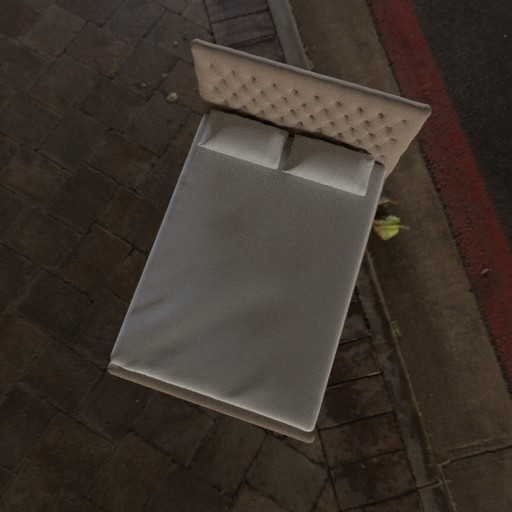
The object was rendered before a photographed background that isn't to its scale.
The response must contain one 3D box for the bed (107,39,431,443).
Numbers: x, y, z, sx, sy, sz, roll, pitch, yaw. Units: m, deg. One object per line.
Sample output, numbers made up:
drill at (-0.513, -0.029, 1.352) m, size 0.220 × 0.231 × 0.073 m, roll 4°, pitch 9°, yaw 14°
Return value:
bed at (0.000, 0.000, 3.398) m, size 1.698 × 1.427 × 2.387 m, roll 18°, pitch 77°, yaw 4°
